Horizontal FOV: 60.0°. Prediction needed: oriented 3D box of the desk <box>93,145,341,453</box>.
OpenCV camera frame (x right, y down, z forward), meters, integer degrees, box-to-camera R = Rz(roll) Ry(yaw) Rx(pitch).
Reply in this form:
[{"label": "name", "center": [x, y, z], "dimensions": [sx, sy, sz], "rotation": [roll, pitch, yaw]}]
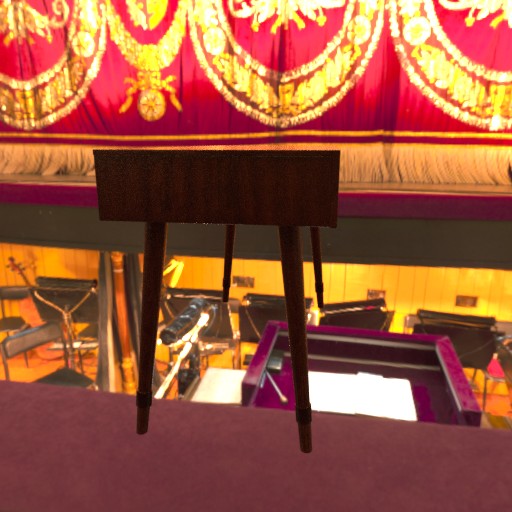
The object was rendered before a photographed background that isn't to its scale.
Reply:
[{"label": "desk", "center": [0.000, 0.000, 2.155], "dimensions": [0.734, 1.031, 1.577], "rotation": [2, 15, 9]}]
